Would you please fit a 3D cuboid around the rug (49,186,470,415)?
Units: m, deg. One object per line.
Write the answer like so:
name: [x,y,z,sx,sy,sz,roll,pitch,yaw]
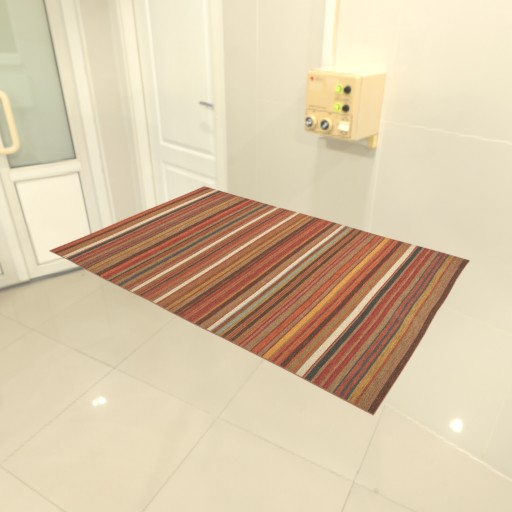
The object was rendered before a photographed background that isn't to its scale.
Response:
rug: [0.000,0.000,2.302,1.828,0.007,1.217,20,35,31]
